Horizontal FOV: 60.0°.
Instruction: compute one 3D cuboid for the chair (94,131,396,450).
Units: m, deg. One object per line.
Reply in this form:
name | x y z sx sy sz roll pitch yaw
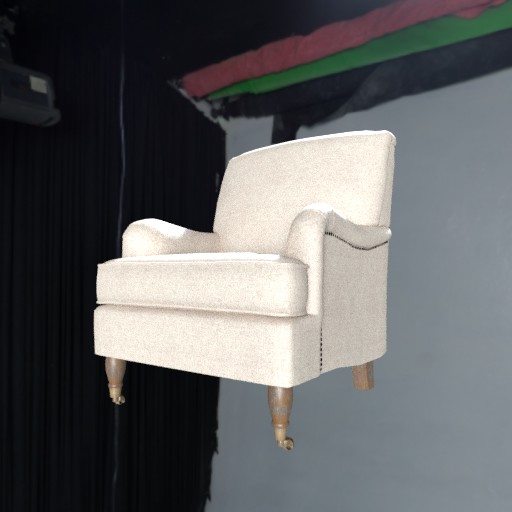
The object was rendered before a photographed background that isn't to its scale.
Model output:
chair | 0.000 0.000 1.782 0.879 1.119 0.953 -1 -2 35
